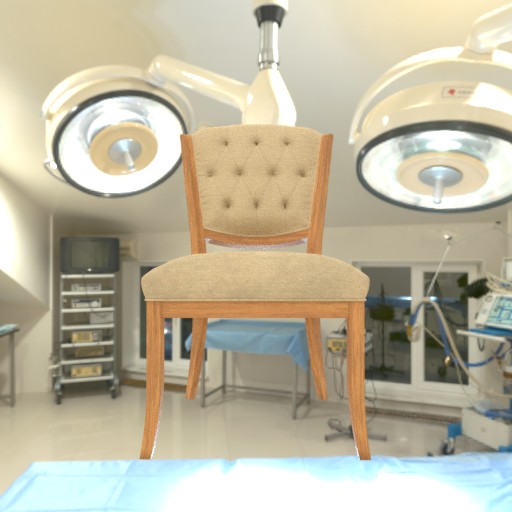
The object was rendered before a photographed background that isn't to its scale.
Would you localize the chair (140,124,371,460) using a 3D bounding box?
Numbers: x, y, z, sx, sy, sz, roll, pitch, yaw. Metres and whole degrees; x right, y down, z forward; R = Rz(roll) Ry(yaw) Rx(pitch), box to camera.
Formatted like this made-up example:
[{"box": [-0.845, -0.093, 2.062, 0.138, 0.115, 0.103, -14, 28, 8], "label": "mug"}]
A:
[{"box": [0.000, 0.000, 1.264, 0.513, 0.905, 0.584, 0, -1, 0], "label": "chair"}]
